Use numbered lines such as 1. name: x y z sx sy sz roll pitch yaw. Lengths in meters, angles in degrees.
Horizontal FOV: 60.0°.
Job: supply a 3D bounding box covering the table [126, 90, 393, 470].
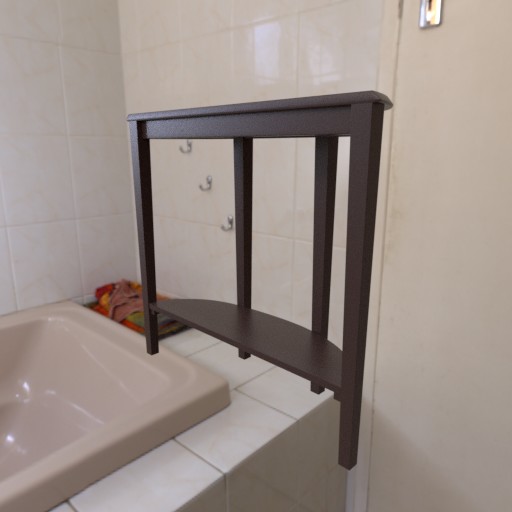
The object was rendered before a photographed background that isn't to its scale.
1. table: 0.000 0.000 1.313 0.909 0.831 0.274 13 19 43
